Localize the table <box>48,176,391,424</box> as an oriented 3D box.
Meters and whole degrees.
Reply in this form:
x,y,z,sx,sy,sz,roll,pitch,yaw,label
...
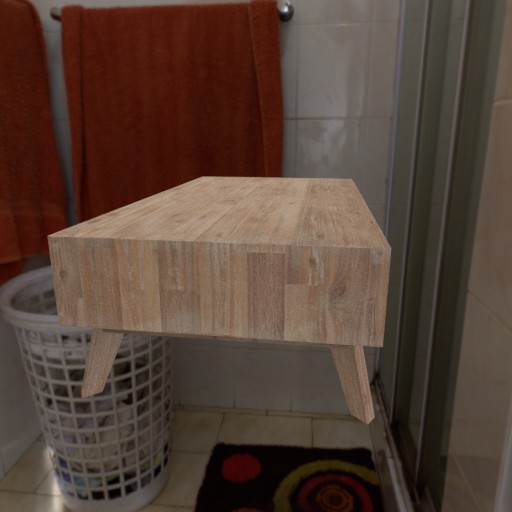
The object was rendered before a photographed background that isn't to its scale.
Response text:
x,y,z,sx,sy,sz,roll,pitch,yaw,label
0.000,0.000,1.983,0.918,0.531,1.619,2,16,8,table
